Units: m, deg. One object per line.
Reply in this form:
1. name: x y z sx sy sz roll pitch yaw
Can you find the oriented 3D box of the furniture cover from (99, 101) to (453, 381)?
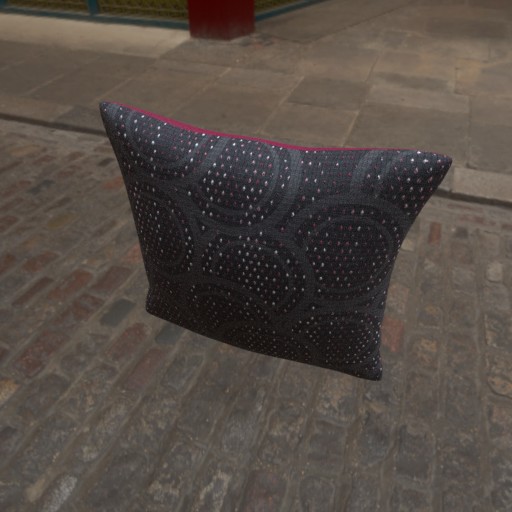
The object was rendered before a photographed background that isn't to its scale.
1. furniture cover: 0.000 0.000 0.818 0.552 0.509 0.193 13 43 15
